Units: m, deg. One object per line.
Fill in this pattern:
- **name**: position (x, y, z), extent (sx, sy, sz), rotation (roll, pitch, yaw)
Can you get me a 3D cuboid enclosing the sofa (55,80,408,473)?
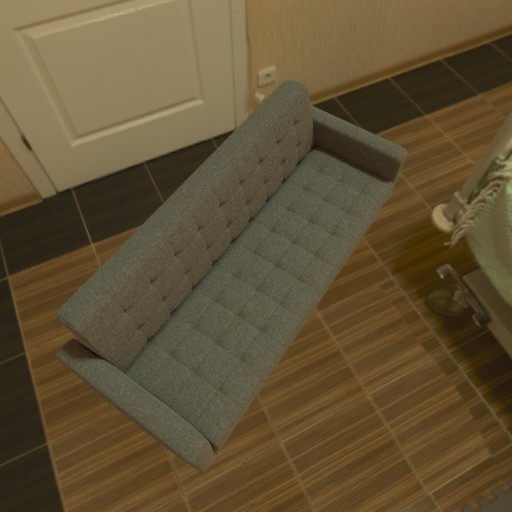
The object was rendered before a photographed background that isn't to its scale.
- **sofa**: position (0.000, 0.000, 2.413), extent (0.810, 0.850, 2.040), rotation (31, 64, 17)
